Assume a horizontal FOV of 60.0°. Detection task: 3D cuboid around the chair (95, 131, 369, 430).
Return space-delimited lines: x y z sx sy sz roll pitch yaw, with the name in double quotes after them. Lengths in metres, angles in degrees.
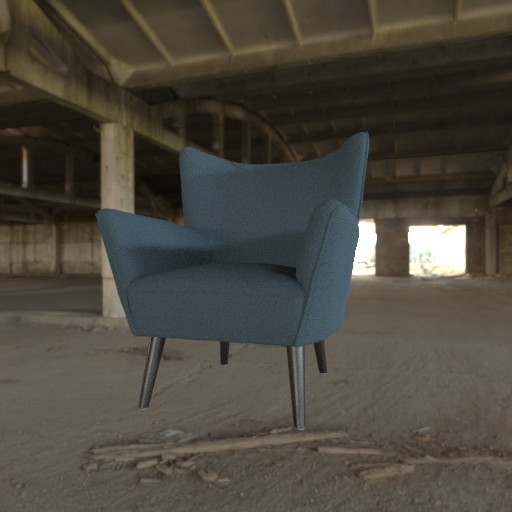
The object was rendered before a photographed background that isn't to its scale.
0.000 0.000 1.621 0.781 0.933 0.888 0 0 18 "chair"
